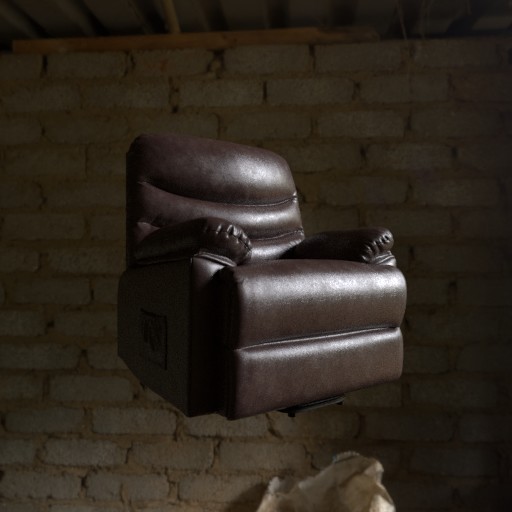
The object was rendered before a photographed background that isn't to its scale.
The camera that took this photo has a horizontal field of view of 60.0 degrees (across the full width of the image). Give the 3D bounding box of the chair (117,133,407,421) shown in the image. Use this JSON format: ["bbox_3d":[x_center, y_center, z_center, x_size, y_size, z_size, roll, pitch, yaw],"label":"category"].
[{"bbox_3d":[0.000,0.000,1.768,0.940,1.041,0.879,0,-1,-35],"label":"chair"}]
